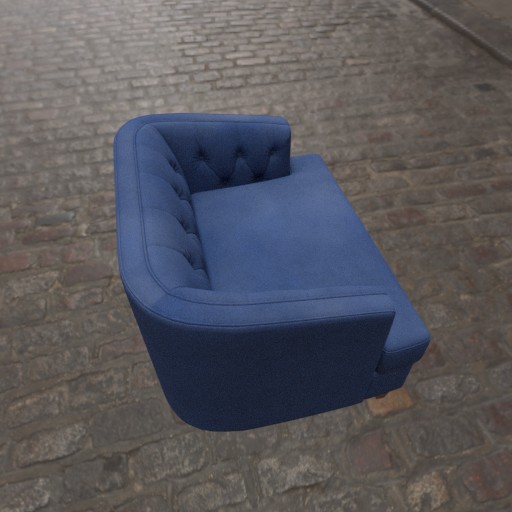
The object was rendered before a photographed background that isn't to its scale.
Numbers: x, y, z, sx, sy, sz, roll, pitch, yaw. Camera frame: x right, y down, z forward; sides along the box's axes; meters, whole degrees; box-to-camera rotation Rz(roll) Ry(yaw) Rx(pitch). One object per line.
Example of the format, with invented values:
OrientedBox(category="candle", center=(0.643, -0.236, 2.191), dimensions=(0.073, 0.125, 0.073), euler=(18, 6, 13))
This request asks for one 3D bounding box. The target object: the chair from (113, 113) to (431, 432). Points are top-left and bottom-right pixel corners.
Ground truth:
OrientedBox(category="chair", center=(0.000, 0.000, 1.741), dimensions=(0.914, 0.787, 1.118), euler=(-10, 47, -10))
